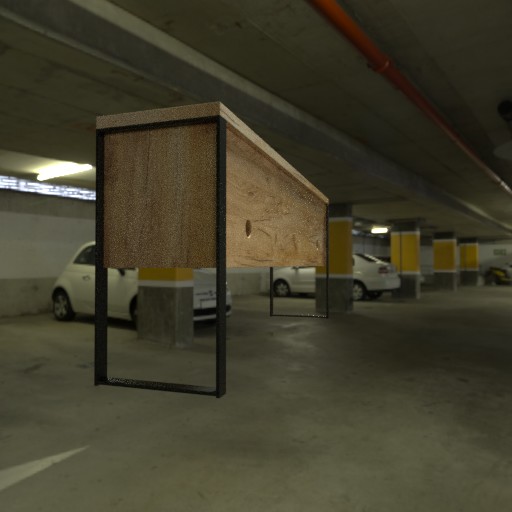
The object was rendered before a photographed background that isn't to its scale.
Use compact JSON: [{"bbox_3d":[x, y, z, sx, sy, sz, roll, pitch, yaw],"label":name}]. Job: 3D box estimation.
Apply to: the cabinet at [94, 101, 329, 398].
[{"bbox_3d":[0.000,0.000,2.054,0.395,0.762,1.800,0,-1,18],"label":"cabinet"}]
